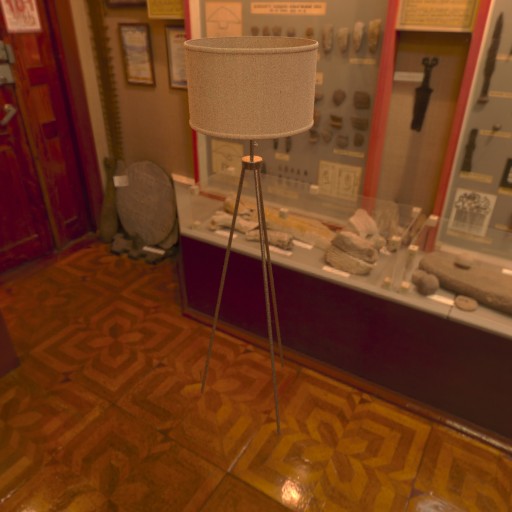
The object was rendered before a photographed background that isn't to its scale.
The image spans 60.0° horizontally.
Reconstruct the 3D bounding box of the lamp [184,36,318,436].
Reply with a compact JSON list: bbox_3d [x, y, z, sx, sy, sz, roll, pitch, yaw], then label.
[{"bbox_3d":[0.000,0.000,1.764,0.449,1.545,0.460,19,35,28],"label":"lamp"}]
